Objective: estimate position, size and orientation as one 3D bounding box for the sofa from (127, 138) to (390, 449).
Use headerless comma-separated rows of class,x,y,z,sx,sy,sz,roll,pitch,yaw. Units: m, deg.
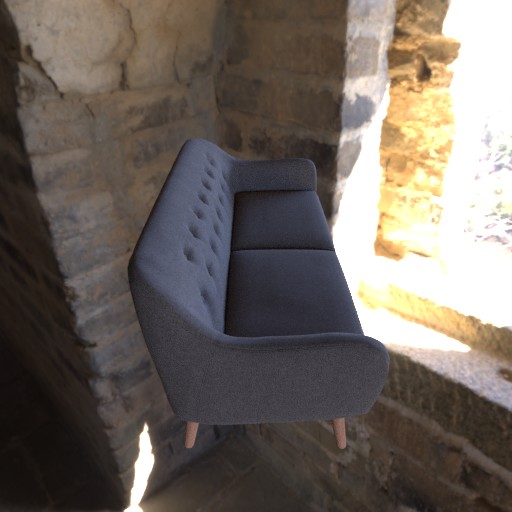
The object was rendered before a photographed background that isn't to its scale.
sofa,0.000,0.000,2.170,0.820,0.820,1.840,0,30,0
